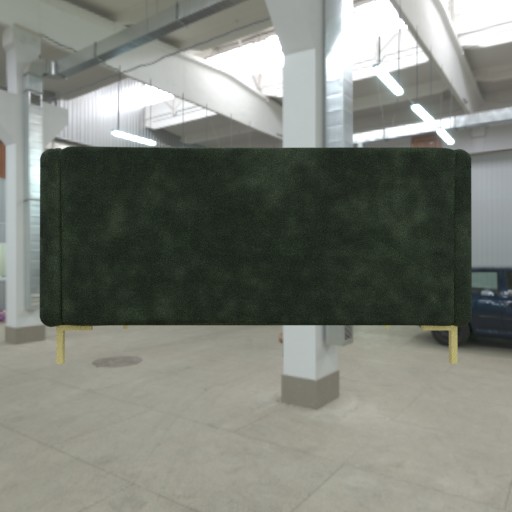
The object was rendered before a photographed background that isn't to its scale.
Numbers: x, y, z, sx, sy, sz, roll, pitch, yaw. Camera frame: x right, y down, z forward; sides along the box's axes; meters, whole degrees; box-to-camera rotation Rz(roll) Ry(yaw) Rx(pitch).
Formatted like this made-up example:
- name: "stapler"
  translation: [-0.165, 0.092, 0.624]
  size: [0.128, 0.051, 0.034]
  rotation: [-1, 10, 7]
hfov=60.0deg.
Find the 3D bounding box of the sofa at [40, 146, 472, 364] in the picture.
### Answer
- name: "sofa"
  translation: [0.000, 0.000, 1.973]
  size: [1.537, 0.768, 0.895]
  rotation: [0, 0, 0]
